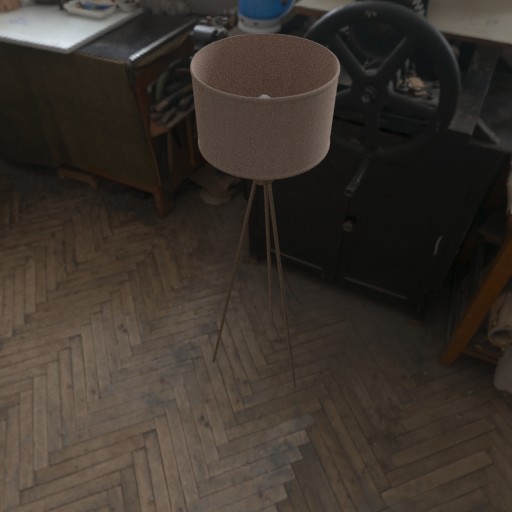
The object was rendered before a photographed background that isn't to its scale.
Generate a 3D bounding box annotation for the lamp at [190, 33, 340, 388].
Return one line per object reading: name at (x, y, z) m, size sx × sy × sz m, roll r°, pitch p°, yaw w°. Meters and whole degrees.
lamp at (0.000, 0.000, 1.774) m, size 0.460 × 1.545 × 0.449 m, roll -10°, pitch 48°, yaw -9°
